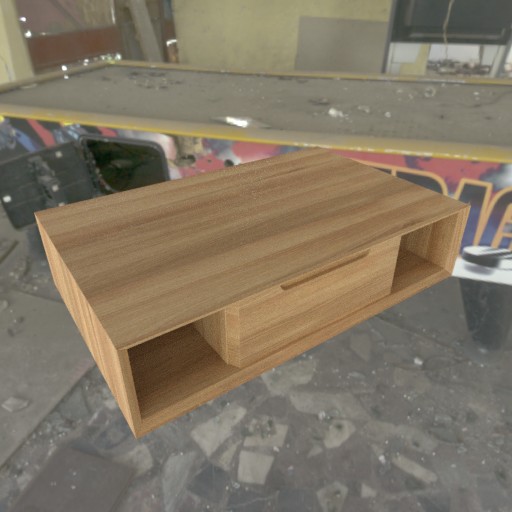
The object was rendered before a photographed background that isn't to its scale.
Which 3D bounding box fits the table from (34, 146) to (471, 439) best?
[{"bbox_3d":[0.000,0.000,1.408,1.100,0.330,0.700,-20,37,-29],"label":"table"}]
